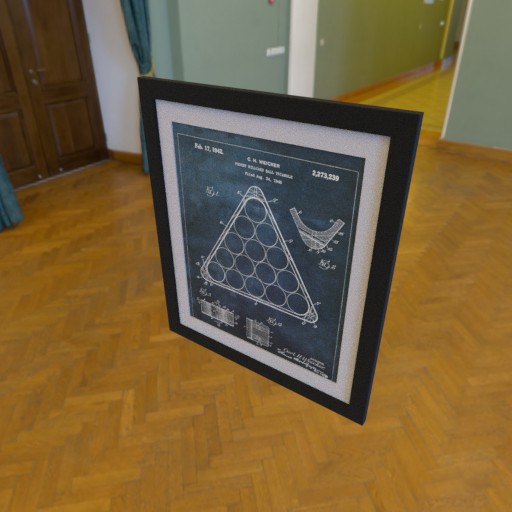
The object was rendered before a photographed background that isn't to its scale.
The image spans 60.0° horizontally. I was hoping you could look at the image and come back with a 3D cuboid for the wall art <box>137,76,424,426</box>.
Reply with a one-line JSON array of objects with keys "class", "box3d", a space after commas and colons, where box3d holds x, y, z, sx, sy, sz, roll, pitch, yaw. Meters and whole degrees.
[{"class": "wall art", "box3d": [0.000, 0.000, 0.511, 0.311, 0.361, 0.010, 19, 36, 29]}]
